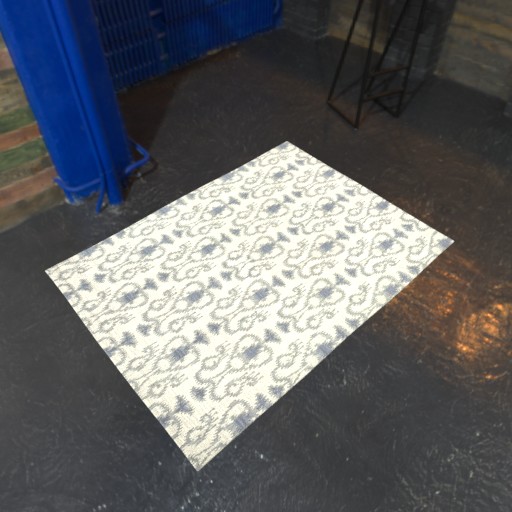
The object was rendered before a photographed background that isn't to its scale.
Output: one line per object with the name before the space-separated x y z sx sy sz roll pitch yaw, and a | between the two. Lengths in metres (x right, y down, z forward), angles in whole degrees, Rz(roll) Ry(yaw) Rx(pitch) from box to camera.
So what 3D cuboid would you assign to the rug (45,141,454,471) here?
rug | 0.000 0.000 3.016 2.261 0.013 1.676 -34 56 -27
